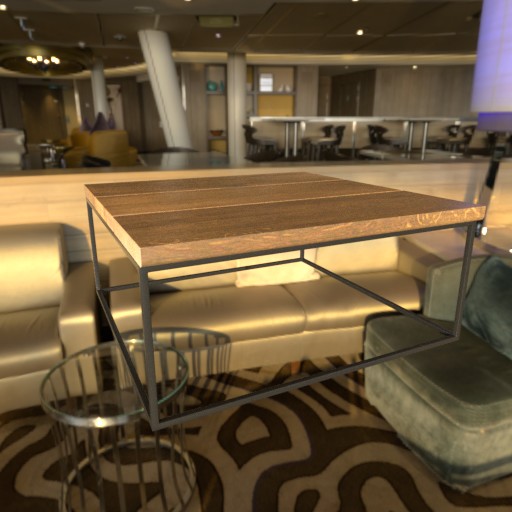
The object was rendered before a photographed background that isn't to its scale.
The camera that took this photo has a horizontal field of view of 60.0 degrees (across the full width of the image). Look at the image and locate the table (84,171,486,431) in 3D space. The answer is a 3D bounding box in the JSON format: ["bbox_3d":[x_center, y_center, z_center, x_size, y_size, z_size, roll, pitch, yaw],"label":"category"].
[{"bbox_3d":[0.000,0.000,1.415,0.900,0.400,0.900,-8,19,-25],"label":"table"}]
